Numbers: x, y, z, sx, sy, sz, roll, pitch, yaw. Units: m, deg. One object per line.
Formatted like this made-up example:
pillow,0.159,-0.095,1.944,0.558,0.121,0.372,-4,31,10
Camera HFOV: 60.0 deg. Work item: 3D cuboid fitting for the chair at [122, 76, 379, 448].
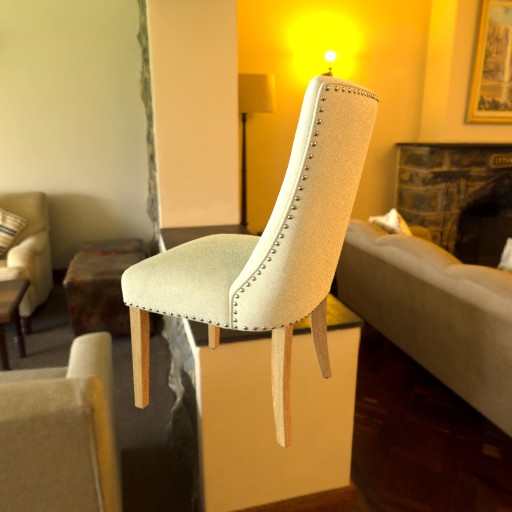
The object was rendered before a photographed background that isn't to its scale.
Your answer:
chair,0.000,0.000,1.281,0.610,0.902,0.495,7,17,24
